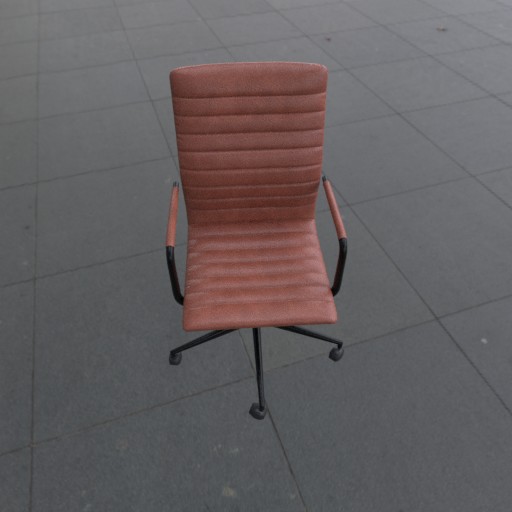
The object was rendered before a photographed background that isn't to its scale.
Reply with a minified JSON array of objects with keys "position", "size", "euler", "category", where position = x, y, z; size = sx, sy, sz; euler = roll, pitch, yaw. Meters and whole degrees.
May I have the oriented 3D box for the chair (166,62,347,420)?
[{"position":[0.000,0.000,1.269],"size":[0.600,0.878,0.578],"euler":[-3,45,-3],"category":"chair"}]
